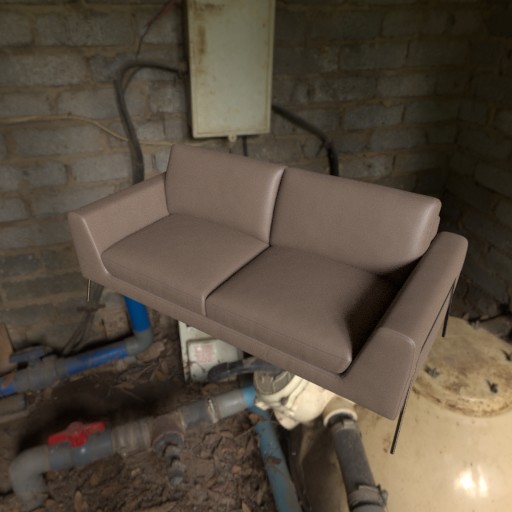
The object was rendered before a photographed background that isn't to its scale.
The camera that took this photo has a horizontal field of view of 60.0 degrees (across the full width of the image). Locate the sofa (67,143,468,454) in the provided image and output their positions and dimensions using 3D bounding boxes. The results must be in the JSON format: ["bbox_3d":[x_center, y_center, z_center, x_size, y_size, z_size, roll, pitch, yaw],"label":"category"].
[{"bbox_3d":[0.000,0.000,2.487,2.017,0.875,0.953,19,36,28],"label":"sofa"}]
